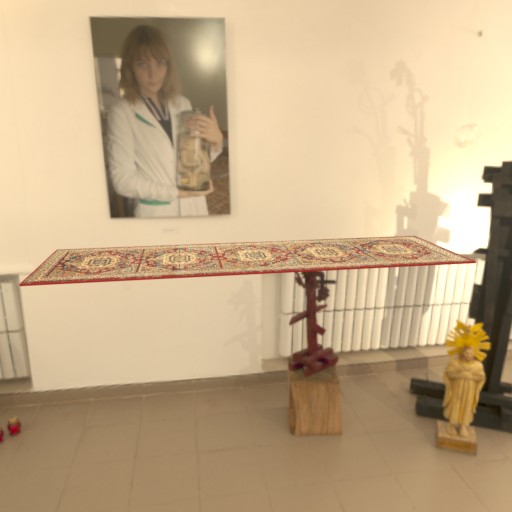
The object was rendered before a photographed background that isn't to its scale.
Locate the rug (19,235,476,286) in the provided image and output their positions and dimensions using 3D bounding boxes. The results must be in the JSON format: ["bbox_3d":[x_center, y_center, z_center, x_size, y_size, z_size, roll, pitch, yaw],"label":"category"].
[{"bbox_3d":[0.000,0.000,2.508,2.292,0.015,0.659,-3,15,-9],"label":"rug"}]
